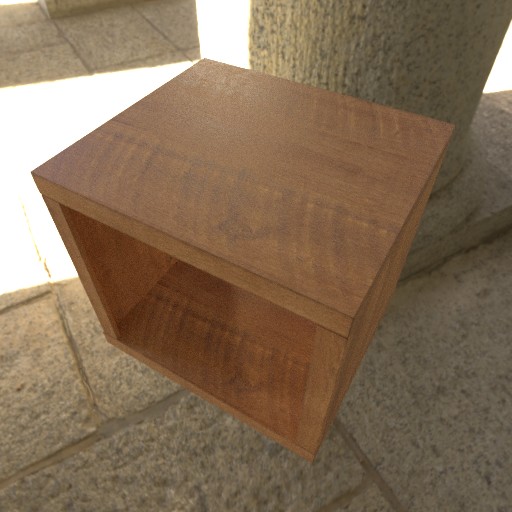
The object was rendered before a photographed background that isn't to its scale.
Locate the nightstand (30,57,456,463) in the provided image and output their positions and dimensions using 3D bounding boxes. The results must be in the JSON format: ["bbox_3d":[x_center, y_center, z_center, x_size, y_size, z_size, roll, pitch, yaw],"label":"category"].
[{"bbox_3d":[0.000,0.000,0.850,0.493,0.491,0.436,24,52,20],"label":"nightstand"}]
